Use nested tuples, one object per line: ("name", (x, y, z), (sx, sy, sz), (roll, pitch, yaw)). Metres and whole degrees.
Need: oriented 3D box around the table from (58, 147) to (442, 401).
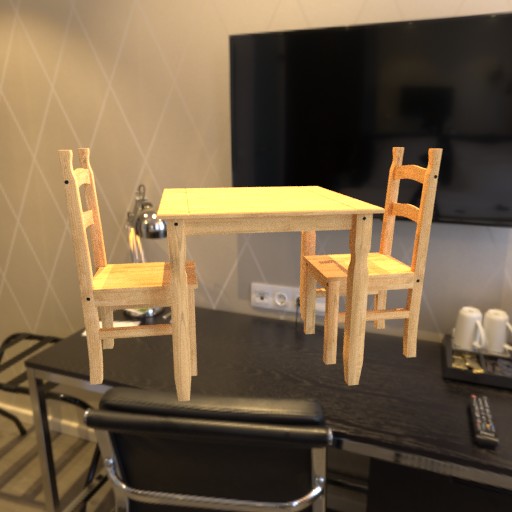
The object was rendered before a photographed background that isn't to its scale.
("table", (0.000, 0.000, 2.000), (1.501, 0.942, 0.813), (-2, 15, -9))
